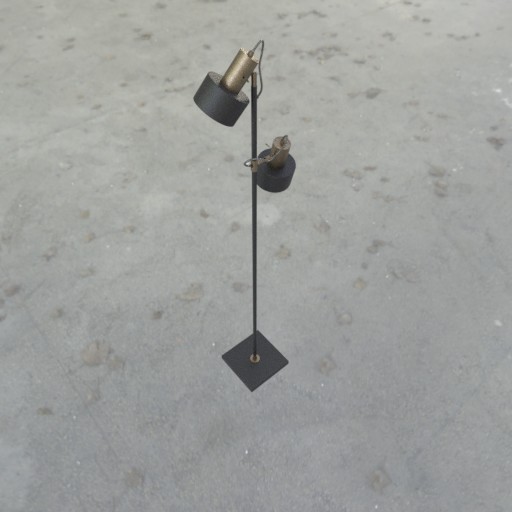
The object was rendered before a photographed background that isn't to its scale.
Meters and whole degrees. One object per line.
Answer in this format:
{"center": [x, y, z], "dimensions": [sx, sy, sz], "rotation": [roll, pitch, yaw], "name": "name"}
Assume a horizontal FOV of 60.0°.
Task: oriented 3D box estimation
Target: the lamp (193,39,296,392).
{"center": [0.000, 0.000, 1.611], "dimensions": [0.315, 1.505, 0.233], "rotation": [-32, 55, -26], "name": "lamp"}
